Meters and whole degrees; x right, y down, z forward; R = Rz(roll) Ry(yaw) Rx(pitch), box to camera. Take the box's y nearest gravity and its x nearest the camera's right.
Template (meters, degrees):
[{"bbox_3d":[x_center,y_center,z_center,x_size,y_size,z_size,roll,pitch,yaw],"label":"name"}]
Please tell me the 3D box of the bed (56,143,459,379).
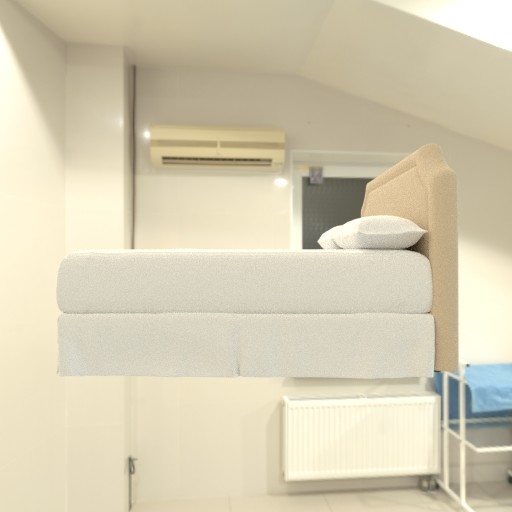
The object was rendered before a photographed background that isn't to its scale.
[{"bbox_3d":[0.000,0.000,3.771,2.548,1.524,2.134,0,0,1],"label":"bed"}]
